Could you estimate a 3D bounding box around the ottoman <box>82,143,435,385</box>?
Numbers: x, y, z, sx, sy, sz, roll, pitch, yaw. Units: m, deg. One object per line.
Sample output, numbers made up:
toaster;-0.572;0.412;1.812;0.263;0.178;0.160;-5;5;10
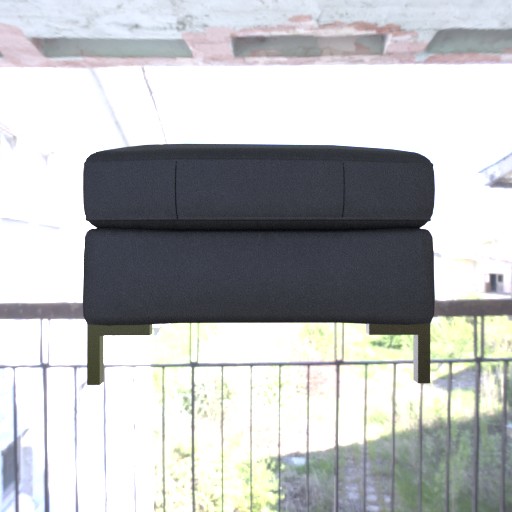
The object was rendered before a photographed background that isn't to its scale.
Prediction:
ottoman;0.000;0.000;1.771;0.967;0.696;1.187;0;0;-1
